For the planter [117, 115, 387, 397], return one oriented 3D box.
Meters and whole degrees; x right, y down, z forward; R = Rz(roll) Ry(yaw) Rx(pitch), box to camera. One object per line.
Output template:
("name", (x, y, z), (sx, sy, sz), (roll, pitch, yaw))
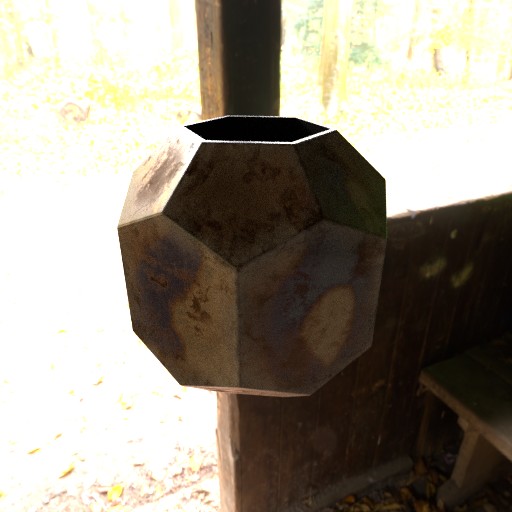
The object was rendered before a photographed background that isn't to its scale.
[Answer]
("planter", (0.000, 0.000, 0.420), (0.243, 0.238, 0.221), (18, 32, 32))
